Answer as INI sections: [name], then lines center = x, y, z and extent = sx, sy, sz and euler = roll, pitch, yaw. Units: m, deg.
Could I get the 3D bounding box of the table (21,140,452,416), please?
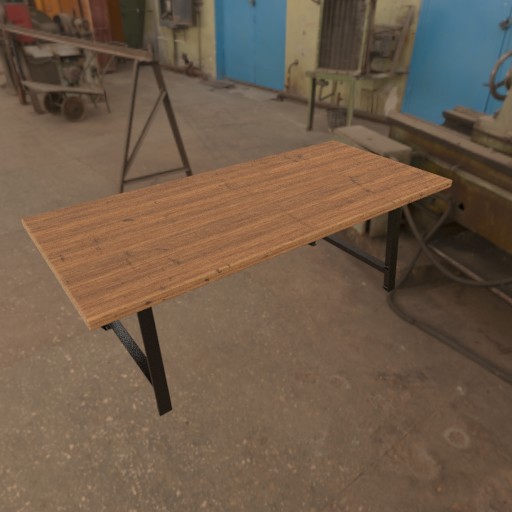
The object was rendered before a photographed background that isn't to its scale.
[table]
center = 0.000, 0.000, 2.640
extent = 2.200, 0.757, 1.000
euler = -21, 37, -31
